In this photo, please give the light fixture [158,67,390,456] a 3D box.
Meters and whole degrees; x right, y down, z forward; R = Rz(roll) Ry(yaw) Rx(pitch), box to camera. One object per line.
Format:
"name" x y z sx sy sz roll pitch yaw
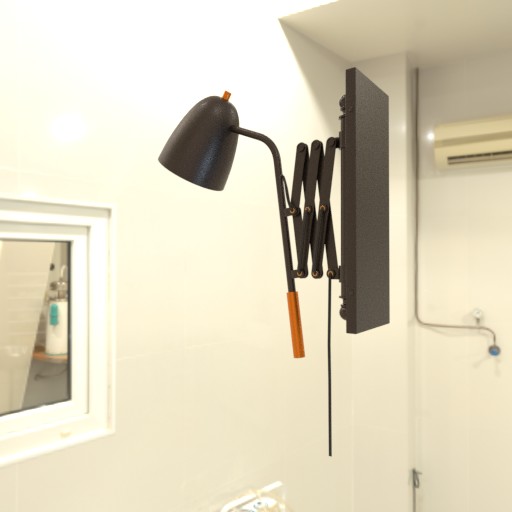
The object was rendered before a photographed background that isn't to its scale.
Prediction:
"light fixture" 0.000 0.000 0.904 0.499 0.715 0.162 -1 -1 36
